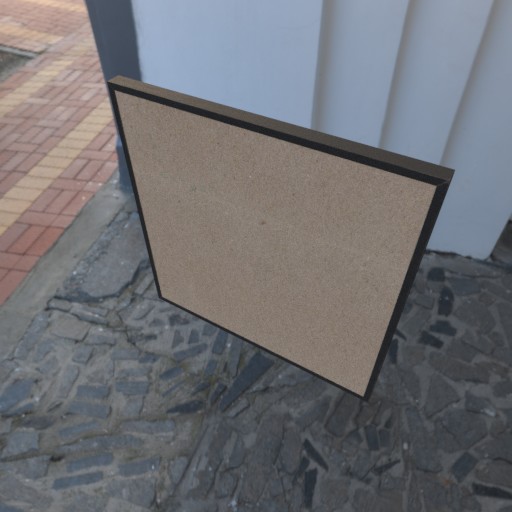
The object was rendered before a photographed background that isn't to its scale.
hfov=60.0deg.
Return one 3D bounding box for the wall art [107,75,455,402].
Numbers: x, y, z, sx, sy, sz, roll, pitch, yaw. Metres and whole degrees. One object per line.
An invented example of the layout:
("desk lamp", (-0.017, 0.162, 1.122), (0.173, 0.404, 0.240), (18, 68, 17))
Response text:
("wall art", (0.000, 0.000, 1.145), (0.762, 0.762, 0.038), (23, 49, 21))
